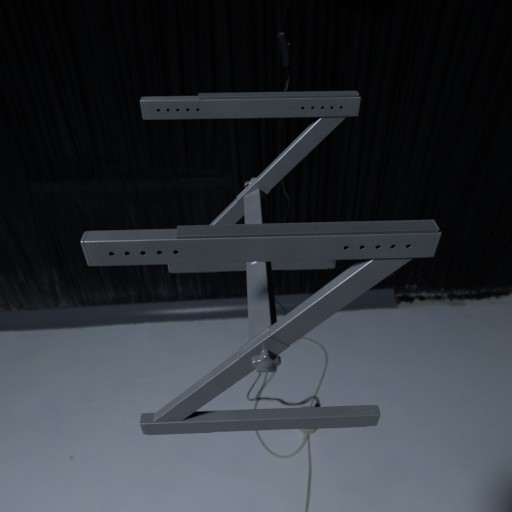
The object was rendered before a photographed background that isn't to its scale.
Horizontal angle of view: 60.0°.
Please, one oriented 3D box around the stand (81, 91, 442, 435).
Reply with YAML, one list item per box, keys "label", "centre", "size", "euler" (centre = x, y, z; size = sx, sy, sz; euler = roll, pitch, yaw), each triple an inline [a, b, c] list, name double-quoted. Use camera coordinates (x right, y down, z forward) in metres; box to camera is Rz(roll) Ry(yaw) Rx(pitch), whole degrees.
- label: "stand"
  centre: [0.000, 0.000, 1.143]
  size: [0.586, 0.617, 0.700]
  euler: [-1, 40, -2]
